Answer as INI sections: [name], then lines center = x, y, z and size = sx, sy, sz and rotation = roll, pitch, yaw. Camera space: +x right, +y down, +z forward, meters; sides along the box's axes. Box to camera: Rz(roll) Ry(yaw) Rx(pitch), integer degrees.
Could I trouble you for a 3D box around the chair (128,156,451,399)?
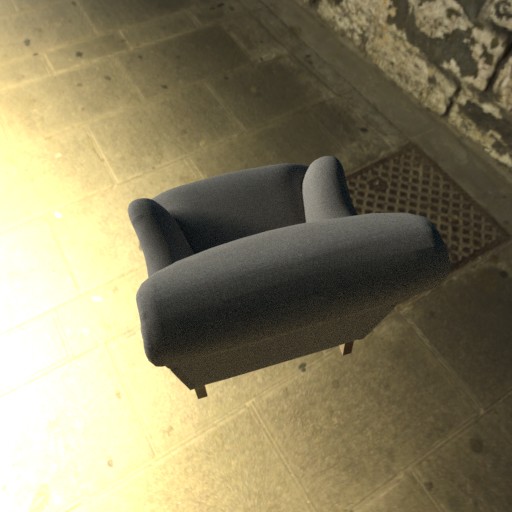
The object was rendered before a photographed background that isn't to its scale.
[chair]
center = 0.000, 0.000, 1.533
size = 0.766, 0.942, 0.843
rotation = -14, 60, -9
